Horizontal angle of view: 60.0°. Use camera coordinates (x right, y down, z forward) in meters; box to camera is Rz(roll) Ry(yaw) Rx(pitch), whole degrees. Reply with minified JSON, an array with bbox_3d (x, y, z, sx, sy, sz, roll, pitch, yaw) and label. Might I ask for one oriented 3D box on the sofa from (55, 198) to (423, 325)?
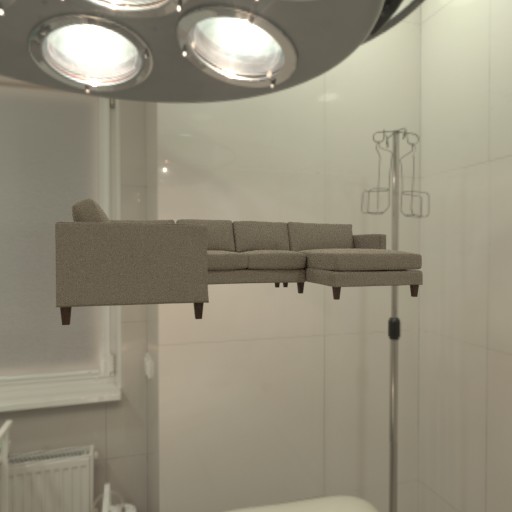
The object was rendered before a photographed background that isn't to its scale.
[{"bbox_3d":[0.000,0.000,4.518,3.438,0.865,2.424,0,1,-16],"label":"sofa"}]
